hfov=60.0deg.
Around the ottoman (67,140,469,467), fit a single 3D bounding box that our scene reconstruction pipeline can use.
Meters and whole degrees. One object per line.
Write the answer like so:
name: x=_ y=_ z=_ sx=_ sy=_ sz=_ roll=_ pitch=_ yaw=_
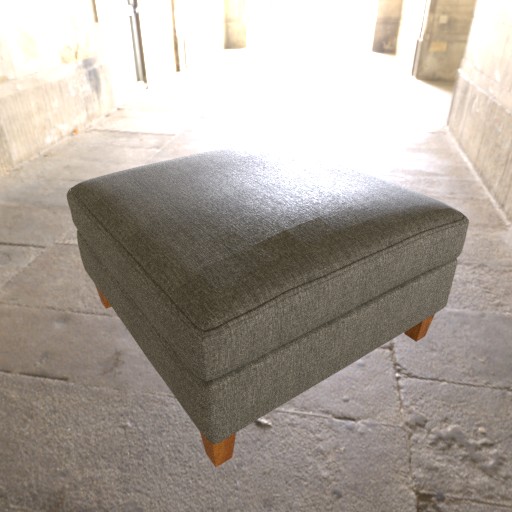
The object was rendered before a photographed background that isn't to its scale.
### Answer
ottoman: x=0.000 y=0.000 z=1.335 sx=0.838 sy=0.481 sz=0.838 roll=-20 pitch=37 yaw=-30
